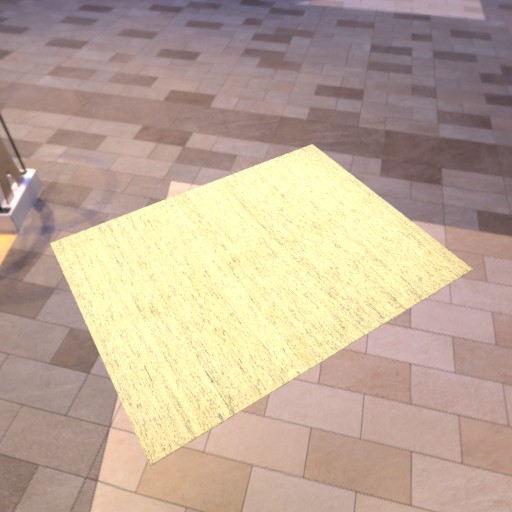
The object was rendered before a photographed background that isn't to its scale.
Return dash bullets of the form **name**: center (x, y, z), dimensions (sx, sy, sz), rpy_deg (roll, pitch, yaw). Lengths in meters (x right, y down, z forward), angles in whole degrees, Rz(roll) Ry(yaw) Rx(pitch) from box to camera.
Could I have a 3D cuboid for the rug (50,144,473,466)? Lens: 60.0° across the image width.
- **rug**: center (0.000, 0.000, 4.198), dimensions (3.201, 0.014, 2.437), rpy_deg (-25, 52, -21)
